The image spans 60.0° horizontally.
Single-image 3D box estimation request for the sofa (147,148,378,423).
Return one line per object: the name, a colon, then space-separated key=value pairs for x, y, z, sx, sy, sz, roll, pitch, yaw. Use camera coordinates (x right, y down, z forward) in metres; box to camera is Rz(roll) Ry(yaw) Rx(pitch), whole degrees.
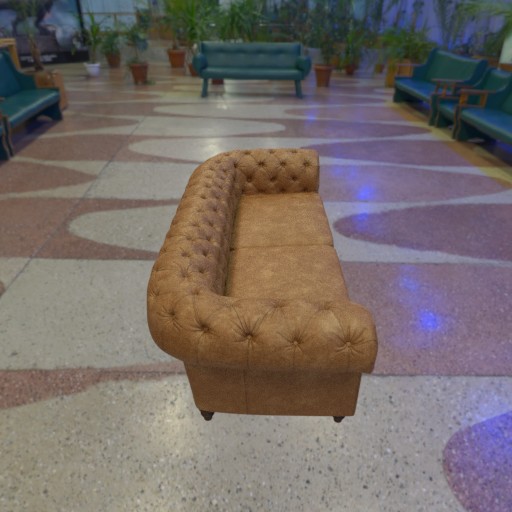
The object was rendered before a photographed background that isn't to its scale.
sofa: x=0.000 y=0.000 z=2.796 sx=0.989 sy=0.760 sz=2.365 roll=1 pitch=30 yaw=1
